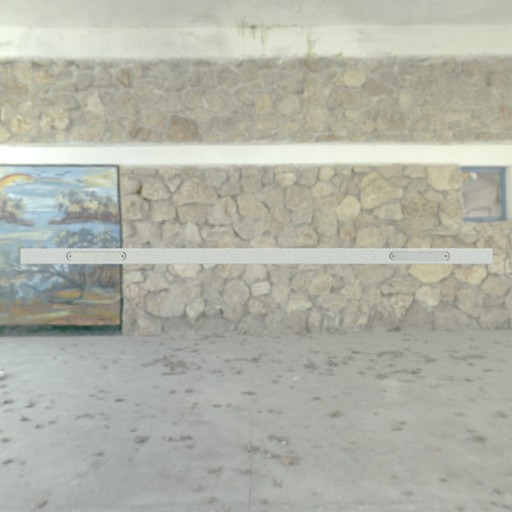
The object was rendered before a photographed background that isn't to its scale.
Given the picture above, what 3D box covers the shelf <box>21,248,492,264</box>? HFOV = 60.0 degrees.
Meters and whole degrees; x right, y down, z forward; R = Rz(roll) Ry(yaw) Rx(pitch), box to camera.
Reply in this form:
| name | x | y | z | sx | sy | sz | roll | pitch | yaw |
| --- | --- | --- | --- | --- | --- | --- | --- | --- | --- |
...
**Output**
| name | x | y | z | sx | sy | sz | roll | pitch | yaw |
| --- | --- | --- | --- | --- | --- | --- | --- | --- | --- |
| shelf | 0.000 | 0.000 | 0.642 | 0.610 | 0.020 | 0.140 | 0 | 0 | 0 |
